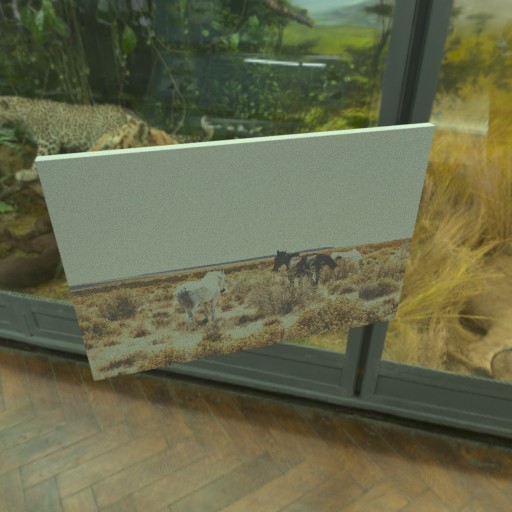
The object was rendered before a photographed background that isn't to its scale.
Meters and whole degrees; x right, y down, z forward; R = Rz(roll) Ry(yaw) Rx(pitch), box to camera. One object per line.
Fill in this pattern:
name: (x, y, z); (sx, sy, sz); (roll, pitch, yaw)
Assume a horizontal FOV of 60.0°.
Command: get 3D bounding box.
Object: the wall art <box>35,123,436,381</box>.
wall art: (0.000, 0.000, 1.915); (1.520, 1.016, 0.051); (-9, 32, -14)
